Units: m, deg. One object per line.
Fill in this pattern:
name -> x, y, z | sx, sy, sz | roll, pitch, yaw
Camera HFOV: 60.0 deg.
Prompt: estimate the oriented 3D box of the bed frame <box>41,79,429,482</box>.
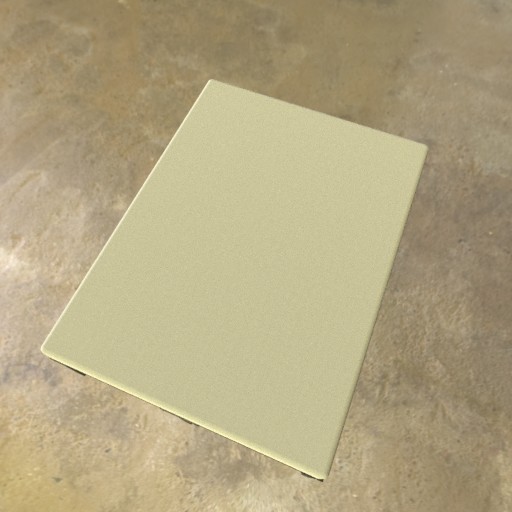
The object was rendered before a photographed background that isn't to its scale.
bed frame -> 0.000, 0.000, 3.504 | 1.990, 0.680, 2.635 | 20, 66, 10
